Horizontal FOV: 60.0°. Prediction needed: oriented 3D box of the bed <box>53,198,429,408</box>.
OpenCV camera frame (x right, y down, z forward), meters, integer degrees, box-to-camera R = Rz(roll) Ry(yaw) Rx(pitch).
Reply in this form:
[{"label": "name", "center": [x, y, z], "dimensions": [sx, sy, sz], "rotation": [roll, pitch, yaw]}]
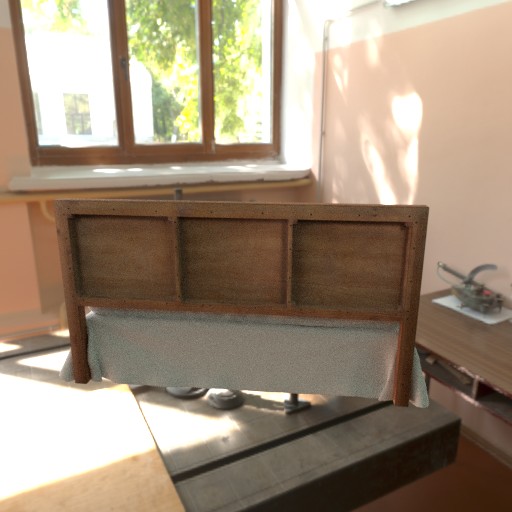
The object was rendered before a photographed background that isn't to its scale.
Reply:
[{"label": "bed", "center": [0.000, 0.000, 3.506], "dimensions": [2.255, 1.158, 2.165], "rotation": [2, 16, 7]}]
